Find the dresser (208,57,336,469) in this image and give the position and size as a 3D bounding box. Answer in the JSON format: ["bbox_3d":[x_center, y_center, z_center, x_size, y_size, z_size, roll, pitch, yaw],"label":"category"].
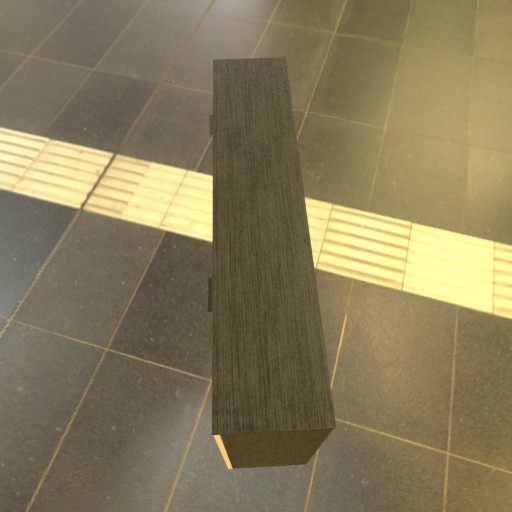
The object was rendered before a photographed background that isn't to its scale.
[{"bbox_3d":[0.000,0.000,1.863,0.333,0.790,1.535,-2,58,-1],"label":"dresser"}]
